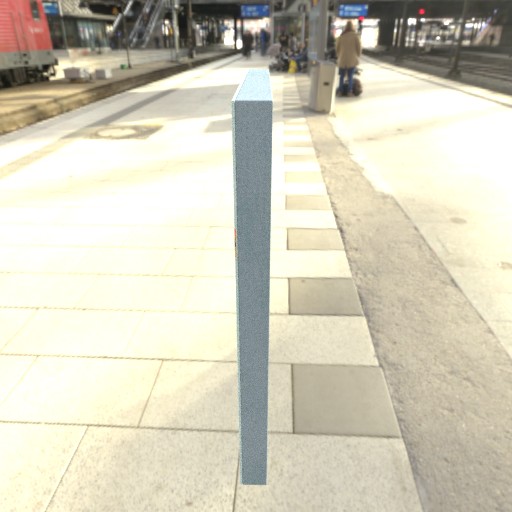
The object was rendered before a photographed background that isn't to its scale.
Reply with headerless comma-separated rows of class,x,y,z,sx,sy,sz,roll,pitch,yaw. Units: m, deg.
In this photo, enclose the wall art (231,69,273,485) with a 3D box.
wall art,0.000,0.000,0.686,0.037,0.509,0.409,0,26,1
